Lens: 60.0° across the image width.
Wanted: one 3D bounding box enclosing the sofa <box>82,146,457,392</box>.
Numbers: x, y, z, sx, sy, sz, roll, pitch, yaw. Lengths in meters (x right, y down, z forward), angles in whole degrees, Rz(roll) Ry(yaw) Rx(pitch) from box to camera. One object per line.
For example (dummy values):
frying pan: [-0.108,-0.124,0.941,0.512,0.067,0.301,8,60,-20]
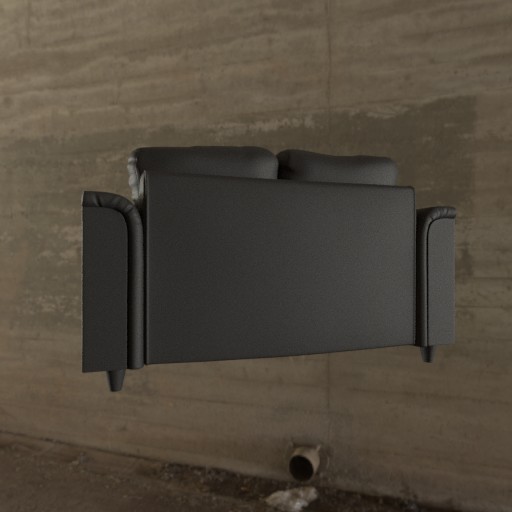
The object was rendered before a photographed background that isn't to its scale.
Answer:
sofa: [0.000,0.000,1.949,1.386,0.845,0.887,0,0,-18]
